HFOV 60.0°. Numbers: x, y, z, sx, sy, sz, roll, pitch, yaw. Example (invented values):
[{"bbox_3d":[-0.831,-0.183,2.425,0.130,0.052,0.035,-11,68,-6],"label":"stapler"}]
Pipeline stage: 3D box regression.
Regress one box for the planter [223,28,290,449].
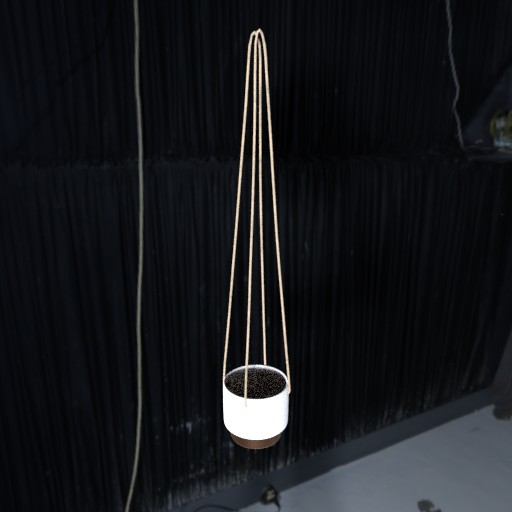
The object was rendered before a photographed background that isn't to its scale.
[{"bbox_3d":[0.000,0.000,0.908,0.146,0.841,0.146,-8,18,-27],"label":"planter"}]
